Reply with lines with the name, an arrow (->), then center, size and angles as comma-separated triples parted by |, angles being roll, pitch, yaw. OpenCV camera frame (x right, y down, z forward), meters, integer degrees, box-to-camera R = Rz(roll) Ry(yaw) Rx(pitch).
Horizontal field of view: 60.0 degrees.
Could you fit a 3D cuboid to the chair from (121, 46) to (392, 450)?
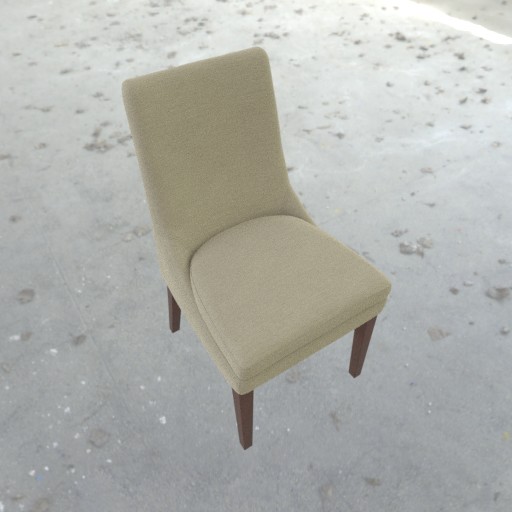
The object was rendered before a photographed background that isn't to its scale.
chair -> 0.000, 0.000, 1.306 | 0.515, 0.940, 0.638 | -25, 51, -22
